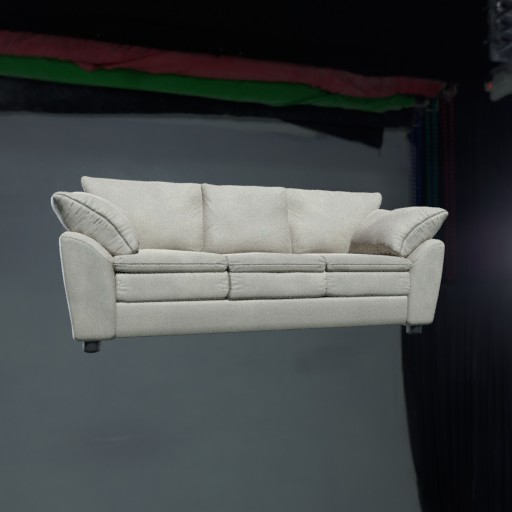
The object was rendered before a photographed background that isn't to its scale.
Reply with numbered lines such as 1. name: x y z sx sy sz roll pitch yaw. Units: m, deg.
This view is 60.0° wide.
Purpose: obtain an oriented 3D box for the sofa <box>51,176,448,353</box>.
1. sofa: 0.000 0.000 2.852 2.334 0.996 0.878 0 -1 -18
